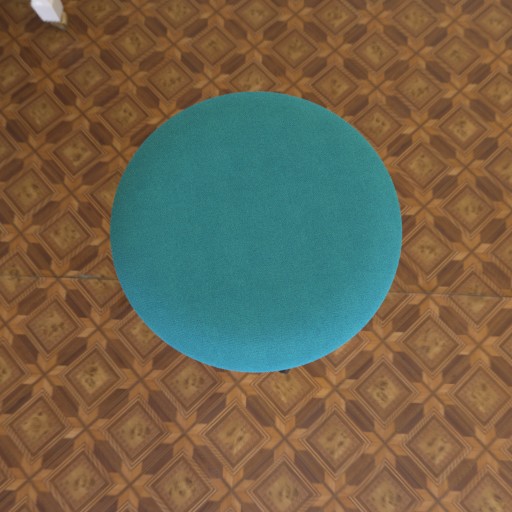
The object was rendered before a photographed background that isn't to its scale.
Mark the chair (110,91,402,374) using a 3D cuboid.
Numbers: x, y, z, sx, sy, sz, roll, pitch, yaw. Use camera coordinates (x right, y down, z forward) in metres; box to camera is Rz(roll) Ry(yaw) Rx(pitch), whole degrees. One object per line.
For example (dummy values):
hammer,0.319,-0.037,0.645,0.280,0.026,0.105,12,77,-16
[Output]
chair,0.000,0.000,0.701,0.350,0.430,0.350,15,77,4
